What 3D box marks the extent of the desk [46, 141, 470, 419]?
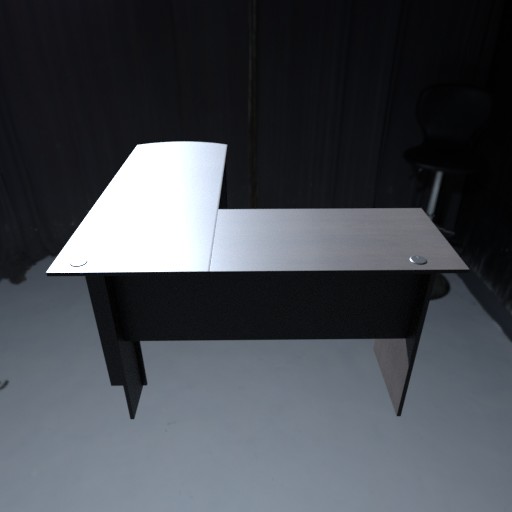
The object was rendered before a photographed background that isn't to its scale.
[{"bbox_3d":[0.000,0.000,2.129,1.303,0.716,1.361,0,31,-1],"label":"desk"}]
